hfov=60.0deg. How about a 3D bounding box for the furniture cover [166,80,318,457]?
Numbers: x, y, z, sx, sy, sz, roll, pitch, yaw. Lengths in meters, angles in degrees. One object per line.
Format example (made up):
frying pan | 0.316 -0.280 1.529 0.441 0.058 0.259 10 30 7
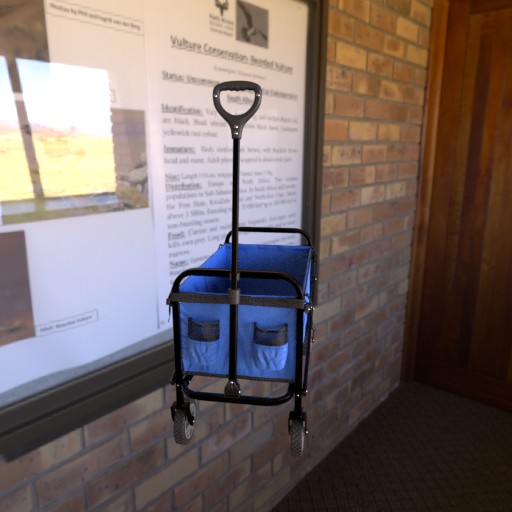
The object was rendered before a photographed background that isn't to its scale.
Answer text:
furniture cover | 0.000 0.000 1.879 0.532 1.295 1.038 2 14 9
